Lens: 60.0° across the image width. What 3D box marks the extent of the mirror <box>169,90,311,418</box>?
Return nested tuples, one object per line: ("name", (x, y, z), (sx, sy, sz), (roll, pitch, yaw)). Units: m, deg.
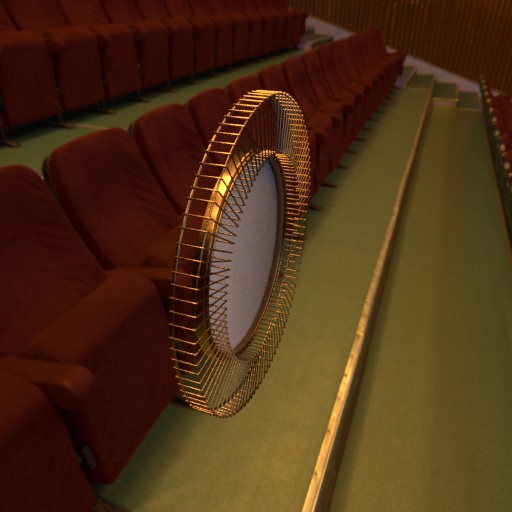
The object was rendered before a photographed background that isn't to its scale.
("mirror", (0.000, 0.000, 1.006), (0.067, 0.703, 0.703), (11, 32, 18))
